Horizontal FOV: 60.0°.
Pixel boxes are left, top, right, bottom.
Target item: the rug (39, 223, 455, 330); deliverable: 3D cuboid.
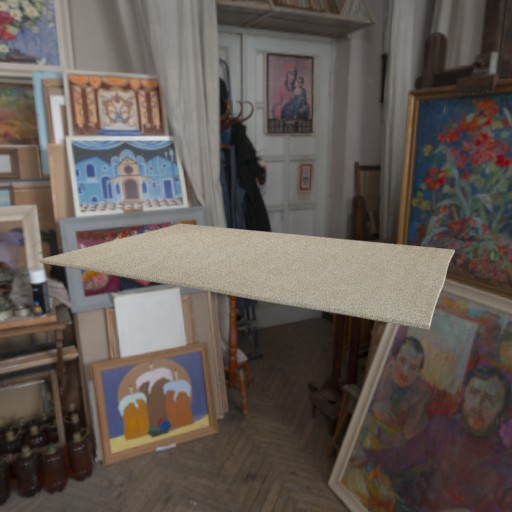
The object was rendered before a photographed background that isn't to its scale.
[{"bbox_3d":[0.000,0.000,2.963,2.346,0.025,1.500,7,16,26],"label":"rug"}]
